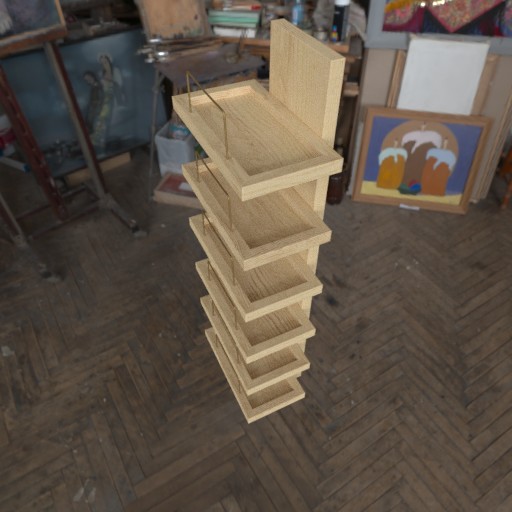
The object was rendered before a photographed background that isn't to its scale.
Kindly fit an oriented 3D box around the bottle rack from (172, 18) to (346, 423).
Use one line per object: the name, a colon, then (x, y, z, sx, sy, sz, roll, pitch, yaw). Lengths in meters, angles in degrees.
bottle rack: (0.000, 0.000, 1.037, 0.206, 0.943, 0.330, -19, 48, -18)
